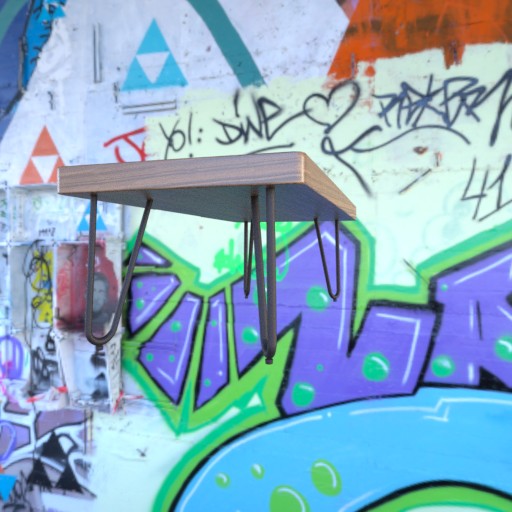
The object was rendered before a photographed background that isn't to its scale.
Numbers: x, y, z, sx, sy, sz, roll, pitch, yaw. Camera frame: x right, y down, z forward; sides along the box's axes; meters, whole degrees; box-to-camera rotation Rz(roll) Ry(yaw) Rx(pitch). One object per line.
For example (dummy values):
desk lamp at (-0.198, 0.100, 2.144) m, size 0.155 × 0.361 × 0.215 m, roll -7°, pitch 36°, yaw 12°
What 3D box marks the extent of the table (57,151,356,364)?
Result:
table at (0.000, 0.000, 1.671) m, size 0.637 × 0.468 × 1.375 m, roll 0°, pitch 1°, yaw 17°
